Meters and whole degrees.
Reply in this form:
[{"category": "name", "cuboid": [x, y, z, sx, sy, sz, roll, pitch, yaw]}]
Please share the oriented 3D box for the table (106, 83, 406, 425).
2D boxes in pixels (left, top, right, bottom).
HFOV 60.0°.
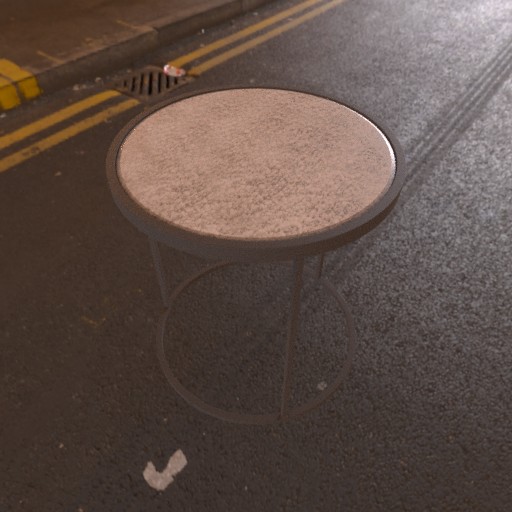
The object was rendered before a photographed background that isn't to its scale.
[{"category": "table", "cuboid": [0.000, 0.000, 0.888, 0.470, 0.498, 0.470, 0, 45, 0]}]
